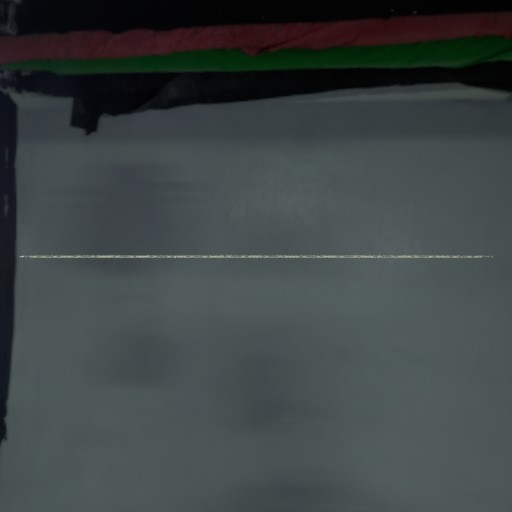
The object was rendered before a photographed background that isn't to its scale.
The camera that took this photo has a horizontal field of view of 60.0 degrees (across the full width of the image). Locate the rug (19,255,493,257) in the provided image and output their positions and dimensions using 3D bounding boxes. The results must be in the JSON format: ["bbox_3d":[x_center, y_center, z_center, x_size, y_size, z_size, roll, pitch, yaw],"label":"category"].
[{"bbox_3d":[0.000,0.000,3.003,2.410,0.011,1.539,0,0,1],"label":"rug"}]
